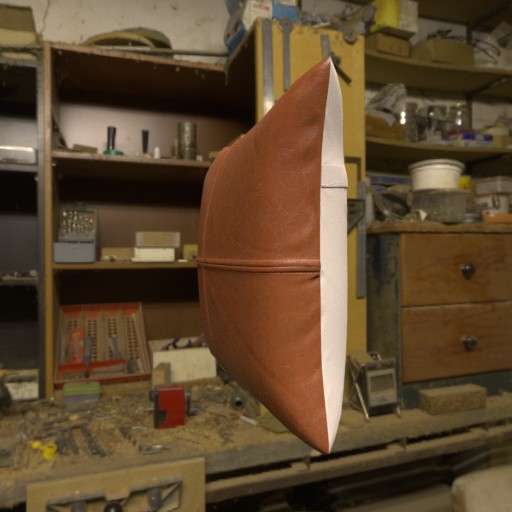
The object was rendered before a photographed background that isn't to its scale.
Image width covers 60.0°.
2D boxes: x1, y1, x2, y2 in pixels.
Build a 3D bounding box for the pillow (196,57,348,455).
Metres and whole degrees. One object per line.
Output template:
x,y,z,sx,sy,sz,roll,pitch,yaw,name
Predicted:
0.000,0.000,0.757,0.192,0.477,0.501,0,1,-19,pillow
